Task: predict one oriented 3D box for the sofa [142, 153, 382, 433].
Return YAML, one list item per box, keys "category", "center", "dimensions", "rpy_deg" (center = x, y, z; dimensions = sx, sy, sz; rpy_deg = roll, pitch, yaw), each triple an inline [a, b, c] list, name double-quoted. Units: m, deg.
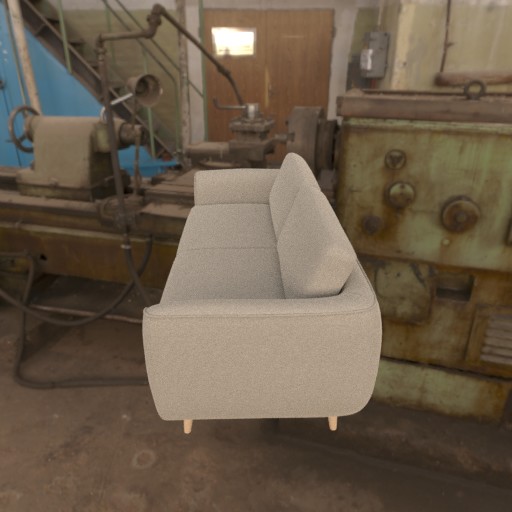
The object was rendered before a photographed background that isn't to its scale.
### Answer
- category: "sofa"
  center: [0.000, 0.000, 2.476]
  dimensions: [0.920, 0.850, 2.000]
  rpy_deg: [-1, 25, -1]
